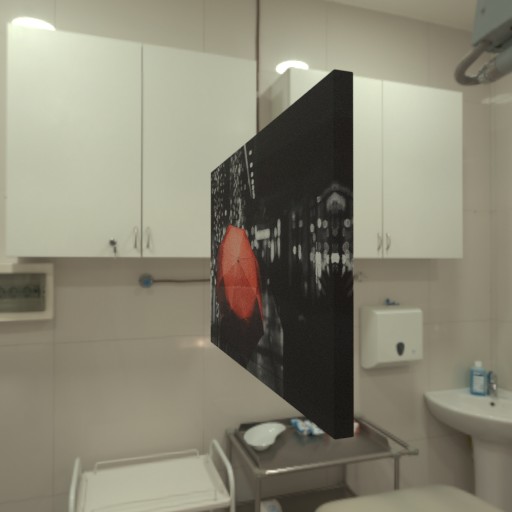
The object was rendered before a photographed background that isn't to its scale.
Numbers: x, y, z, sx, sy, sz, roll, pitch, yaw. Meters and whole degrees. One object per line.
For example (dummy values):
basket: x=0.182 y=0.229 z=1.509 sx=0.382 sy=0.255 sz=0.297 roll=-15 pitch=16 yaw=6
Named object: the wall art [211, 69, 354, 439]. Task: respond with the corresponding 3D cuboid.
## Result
wall art: x=0.000 y=0.000 z=1.165 sx=0.038 sy=0.609 sz=0.914 roll=0 pitch=-1 yaw=-19
